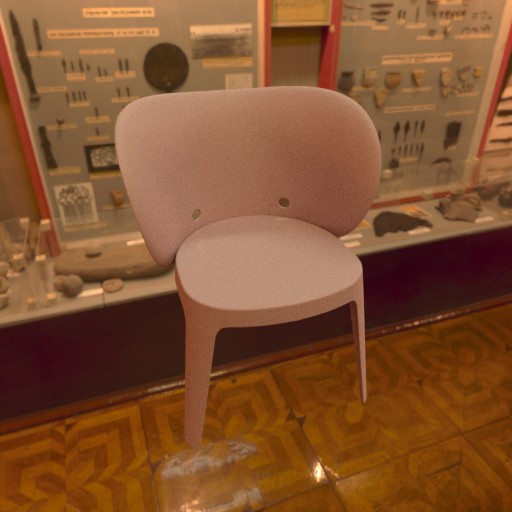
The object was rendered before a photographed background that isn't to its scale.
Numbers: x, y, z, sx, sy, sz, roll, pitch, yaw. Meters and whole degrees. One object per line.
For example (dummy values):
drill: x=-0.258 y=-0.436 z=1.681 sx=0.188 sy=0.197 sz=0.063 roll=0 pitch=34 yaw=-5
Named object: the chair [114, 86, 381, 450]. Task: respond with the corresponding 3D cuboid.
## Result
chair: x=0.000 y=0.000 z=0.855 sx=0.451 sy=0.554 sz=0.402 roll=-10 pitch=32 yaw=-16
